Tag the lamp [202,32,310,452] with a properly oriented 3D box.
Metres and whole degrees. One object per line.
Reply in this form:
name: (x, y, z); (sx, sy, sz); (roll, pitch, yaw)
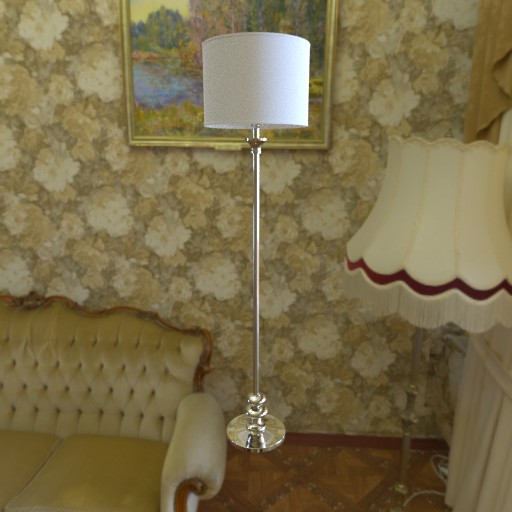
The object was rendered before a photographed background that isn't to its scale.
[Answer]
lamp: (0.000, 0.000, 1.638); (0.356, 1.487, 0.356); (-13, 19, -43)
